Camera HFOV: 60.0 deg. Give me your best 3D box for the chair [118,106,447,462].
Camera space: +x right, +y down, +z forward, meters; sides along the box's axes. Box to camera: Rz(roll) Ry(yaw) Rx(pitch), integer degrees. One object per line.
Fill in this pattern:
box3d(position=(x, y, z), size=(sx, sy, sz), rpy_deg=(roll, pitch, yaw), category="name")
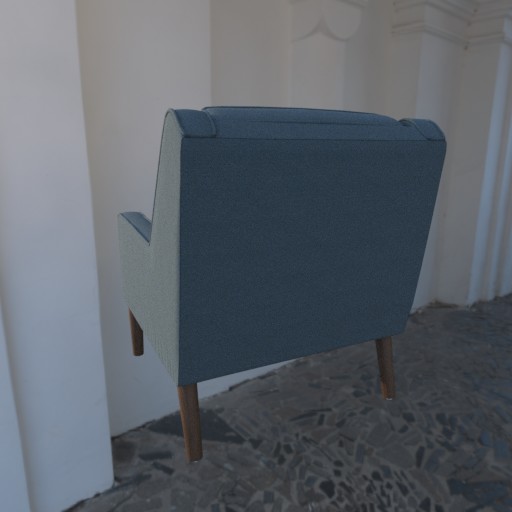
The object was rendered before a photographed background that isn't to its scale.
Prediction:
box3d(position=(0.000, 0.000, 1.286), size=(0.663, 0.780, 0.733), rpy_deg=(-7, 15, -26), category="chair")
